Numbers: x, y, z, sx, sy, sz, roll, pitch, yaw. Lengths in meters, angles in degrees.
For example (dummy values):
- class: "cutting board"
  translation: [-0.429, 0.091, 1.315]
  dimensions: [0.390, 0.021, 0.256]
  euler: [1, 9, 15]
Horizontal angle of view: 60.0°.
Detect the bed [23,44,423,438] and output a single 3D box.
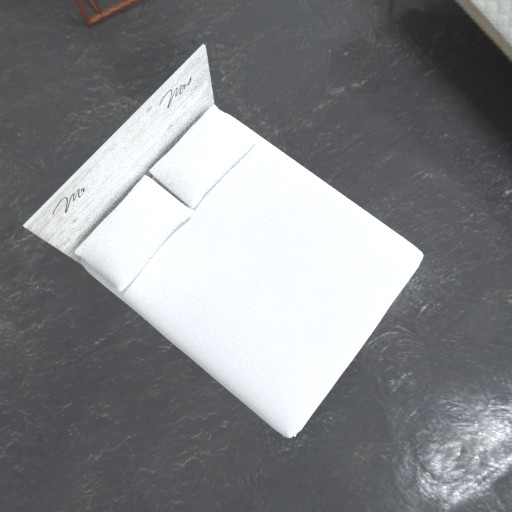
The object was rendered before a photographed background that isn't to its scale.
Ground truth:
- class: "bed"
  translation: [0.000, 0.000, 3.194]
  dimensions: [2.094, 1.335, 1.745]
  euler: [38, 78, 10]
